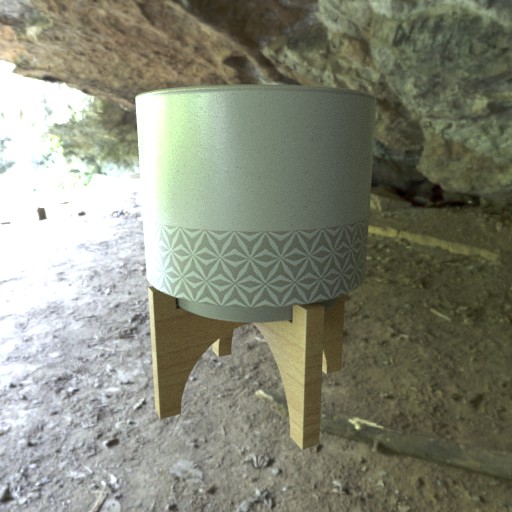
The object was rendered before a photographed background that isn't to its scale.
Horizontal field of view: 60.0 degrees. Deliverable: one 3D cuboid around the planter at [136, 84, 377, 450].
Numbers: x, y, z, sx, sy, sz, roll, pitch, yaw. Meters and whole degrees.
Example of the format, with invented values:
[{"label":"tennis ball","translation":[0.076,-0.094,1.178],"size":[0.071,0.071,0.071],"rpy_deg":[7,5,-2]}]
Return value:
[{"label":"planter","translation":[0.000,0.000,0.389],"size":[0.188,0.260,0.188],"rpy_deg":[0,14,0]}]
